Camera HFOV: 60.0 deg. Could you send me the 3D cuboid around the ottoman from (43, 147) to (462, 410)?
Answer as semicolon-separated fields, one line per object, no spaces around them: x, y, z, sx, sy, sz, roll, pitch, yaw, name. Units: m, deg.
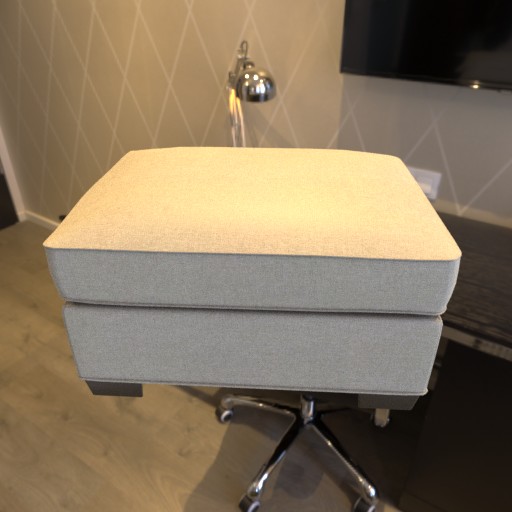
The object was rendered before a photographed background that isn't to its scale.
0.000;0.000;1.219;0.843;0.504;0.619;2;31;3;ottoman
